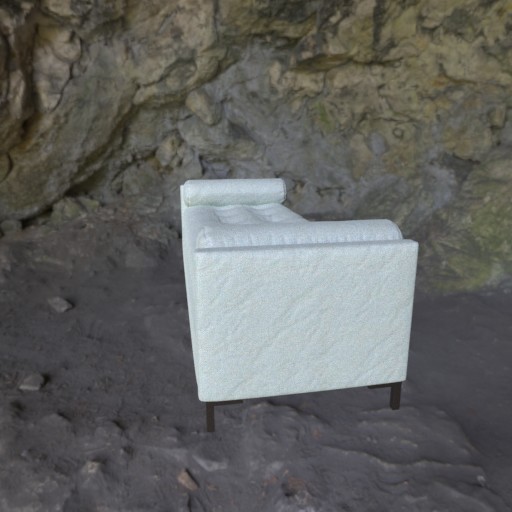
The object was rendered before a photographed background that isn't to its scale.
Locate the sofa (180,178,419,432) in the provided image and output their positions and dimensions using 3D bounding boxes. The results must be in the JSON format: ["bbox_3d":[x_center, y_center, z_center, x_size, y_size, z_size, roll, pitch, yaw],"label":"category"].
[{"bbox_3d":[0.000,0.000,2.506,0.796,0.705,2.102,-3,15,-10],"label":"sofa"}]
